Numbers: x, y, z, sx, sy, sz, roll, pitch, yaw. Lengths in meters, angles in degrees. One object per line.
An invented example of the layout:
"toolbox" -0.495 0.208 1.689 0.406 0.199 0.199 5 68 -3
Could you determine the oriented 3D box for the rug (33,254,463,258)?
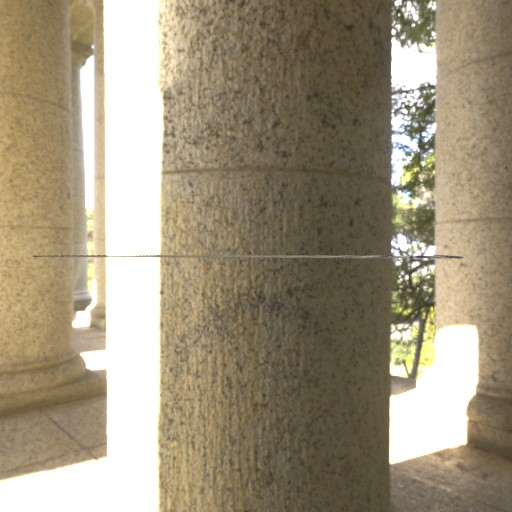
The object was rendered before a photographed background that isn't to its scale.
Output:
"rug" 0.000 0.000 2.595 2.108 0.009 1.248 0 0 19
